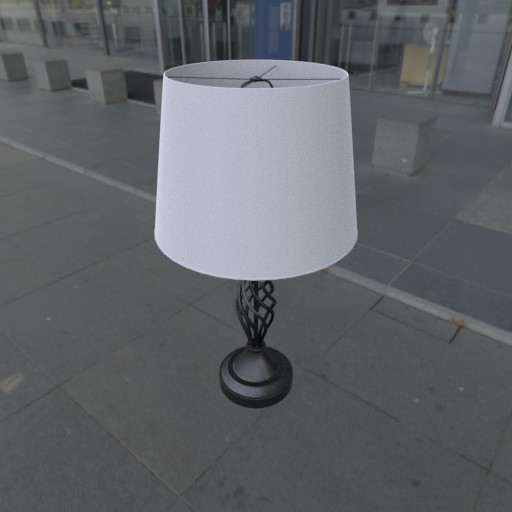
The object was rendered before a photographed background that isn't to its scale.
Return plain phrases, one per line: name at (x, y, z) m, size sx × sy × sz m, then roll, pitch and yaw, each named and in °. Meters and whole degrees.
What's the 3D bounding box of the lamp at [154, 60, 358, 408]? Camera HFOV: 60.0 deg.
lamp at (0.000, 0.000, 0.765) m, size 0.331 × 0.594 × 0.331 m, roll 0°, pitch 31°, yaw 0°
